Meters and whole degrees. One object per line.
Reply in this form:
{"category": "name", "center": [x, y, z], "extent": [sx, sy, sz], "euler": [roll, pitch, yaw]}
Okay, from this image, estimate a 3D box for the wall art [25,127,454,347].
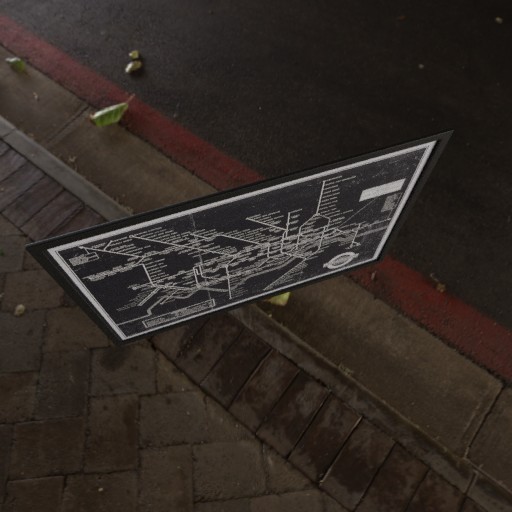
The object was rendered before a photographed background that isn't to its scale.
{"category": "wall art", "center": [0.000, 0.000, 1.530], "extent": [1.192, 0.811, 0.013], "euler": [-17, 63, -9]}
